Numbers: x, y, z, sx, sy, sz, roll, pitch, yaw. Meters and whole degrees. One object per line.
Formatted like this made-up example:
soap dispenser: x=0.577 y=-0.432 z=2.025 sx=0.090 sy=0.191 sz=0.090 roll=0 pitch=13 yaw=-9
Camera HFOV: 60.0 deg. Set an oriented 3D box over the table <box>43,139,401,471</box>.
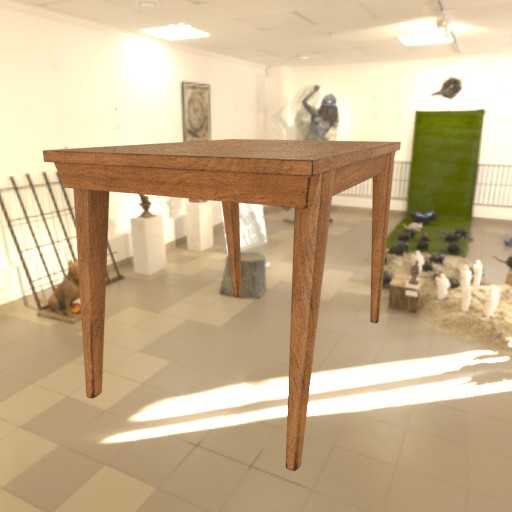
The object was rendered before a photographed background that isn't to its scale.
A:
table: x=0.000 y=0.000 z=1.566 sx=0.757 sy=0.760 sz=1.027 roll=8 pitch=18 yaw=25
